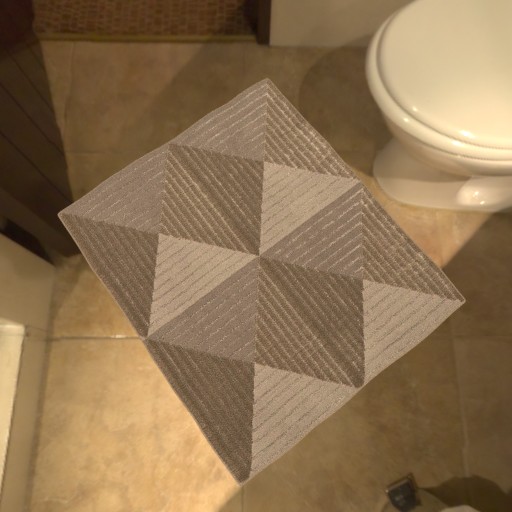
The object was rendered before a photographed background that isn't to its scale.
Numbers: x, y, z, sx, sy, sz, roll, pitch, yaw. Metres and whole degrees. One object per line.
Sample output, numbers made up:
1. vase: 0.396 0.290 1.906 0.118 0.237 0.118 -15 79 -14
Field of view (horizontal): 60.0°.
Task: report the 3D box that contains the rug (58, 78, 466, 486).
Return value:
1. rug: 0.000 0.000 0.883 0.551 0.008 0.642 -36 77 -9
